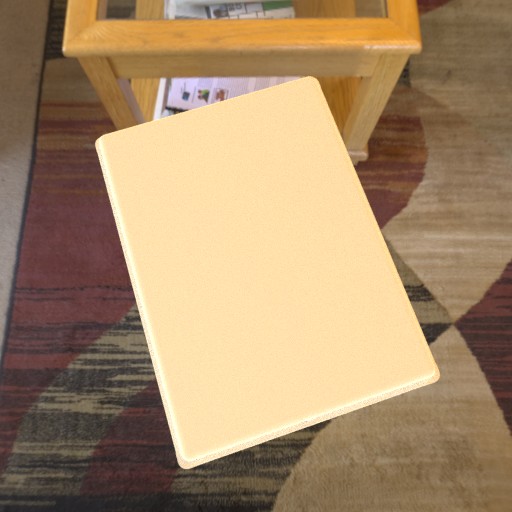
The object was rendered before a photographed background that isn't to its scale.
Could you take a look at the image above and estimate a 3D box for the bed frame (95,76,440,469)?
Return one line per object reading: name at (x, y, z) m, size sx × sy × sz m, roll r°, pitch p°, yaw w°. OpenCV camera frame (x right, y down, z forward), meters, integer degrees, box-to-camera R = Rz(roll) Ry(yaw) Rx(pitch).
bed frame at (0.000, 0.000, 2.561) m, size 1.400 × 0.406 × 1.900 m, roll -18°, pitch 76°, yaw -4°
